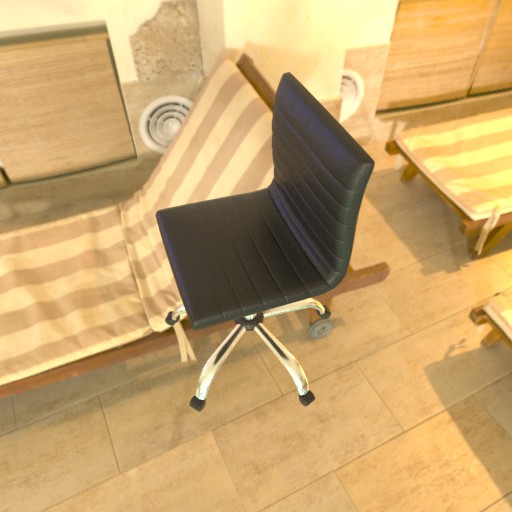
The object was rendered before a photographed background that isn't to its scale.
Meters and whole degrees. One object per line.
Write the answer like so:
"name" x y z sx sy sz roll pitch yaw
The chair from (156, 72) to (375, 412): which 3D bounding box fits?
"chair" 0.000 0.000 1.163 0.530 0.780 0.556 -15 49 -14
